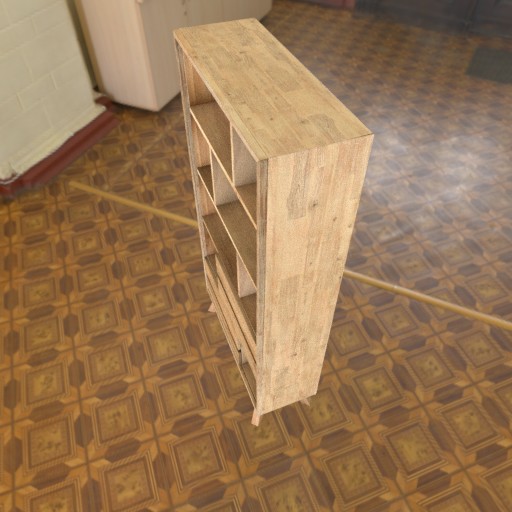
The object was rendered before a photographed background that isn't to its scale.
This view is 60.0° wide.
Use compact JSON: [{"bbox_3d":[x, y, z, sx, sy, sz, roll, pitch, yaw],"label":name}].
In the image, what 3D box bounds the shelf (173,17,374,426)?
[{"bbox_3d":[0.000,0.000,1.743,0.308,1.471,0.748,-16,50,-14],"label":"shelf"}]
